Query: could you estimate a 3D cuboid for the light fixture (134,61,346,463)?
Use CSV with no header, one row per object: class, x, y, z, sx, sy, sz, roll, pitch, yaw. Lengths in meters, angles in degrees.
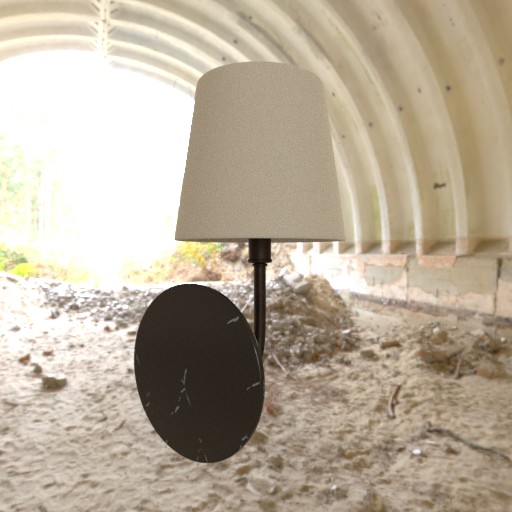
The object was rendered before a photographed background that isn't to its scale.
light fixture,0.000,0.000,0.441,0.168,0.337,0.188,0,0,36
